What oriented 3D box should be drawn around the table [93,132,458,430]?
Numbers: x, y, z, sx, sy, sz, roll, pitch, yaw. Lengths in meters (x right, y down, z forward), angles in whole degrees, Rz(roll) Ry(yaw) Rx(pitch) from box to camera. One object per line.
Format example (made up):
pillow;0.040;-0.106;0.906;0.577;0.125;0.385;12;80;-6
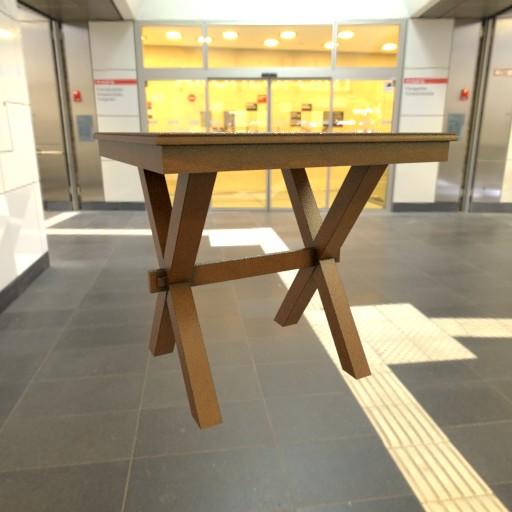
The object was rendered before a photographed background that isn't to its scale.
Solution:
table;0.000;0.000;1.047;0.602;0.562;0.560;-8;18;-27
